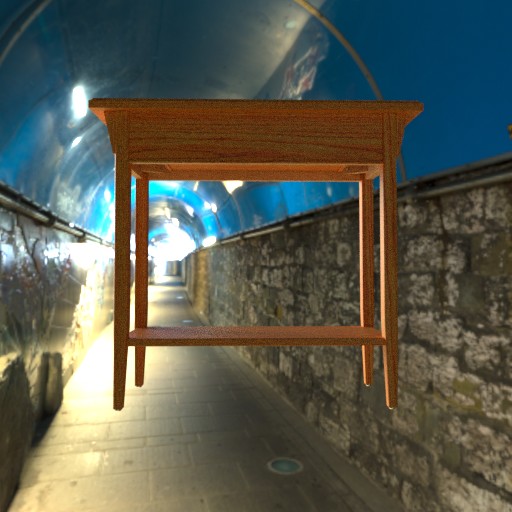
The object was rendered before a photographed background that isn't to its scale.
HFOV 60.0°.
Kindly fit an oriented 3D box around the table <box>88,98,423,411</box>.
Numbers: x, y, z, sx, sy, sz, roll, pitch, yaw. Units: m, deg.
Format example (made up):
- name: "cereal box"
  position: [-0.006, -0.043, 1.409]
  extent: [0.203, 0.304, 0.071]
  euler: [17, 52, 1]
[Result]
- name: "table"
  position: [0.000, 0.000, 1.127]
  extent: [0.762, 0.711, 0.254]
  euler: [0, -1, -1]
